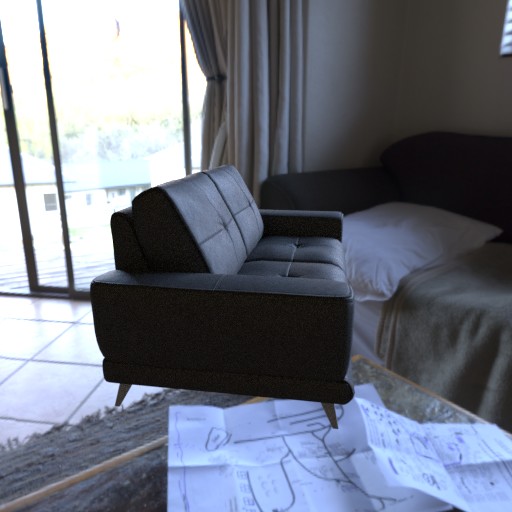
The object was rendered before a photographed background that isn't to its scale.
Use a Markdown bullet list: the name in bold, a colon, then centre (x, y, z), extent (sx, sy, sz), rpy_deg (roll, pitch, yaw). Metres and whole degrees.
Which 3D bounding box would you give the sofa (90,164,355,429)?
- **sofa**: centre (0.000, 0.000, 2.448), extent (1.018, 0.907, 1.806), rpy_deg (3, 16, 9)
